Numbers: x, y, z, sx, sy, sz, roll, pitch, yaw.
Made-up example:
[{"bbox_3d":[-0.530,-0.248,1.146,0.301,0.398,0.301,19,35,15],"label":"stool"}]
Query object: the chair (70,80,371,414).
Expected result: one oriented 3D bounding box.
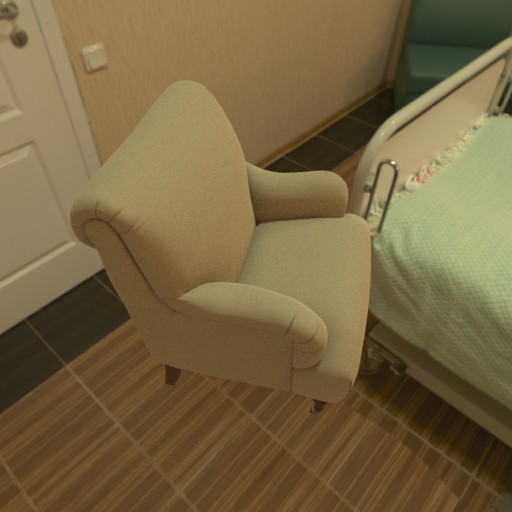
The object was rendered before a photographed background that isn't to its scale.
[{"bbox_3d":[0.000,0.000,1.589,0.842,0.942,0.766,10,47,9],"label":"chair"}]
